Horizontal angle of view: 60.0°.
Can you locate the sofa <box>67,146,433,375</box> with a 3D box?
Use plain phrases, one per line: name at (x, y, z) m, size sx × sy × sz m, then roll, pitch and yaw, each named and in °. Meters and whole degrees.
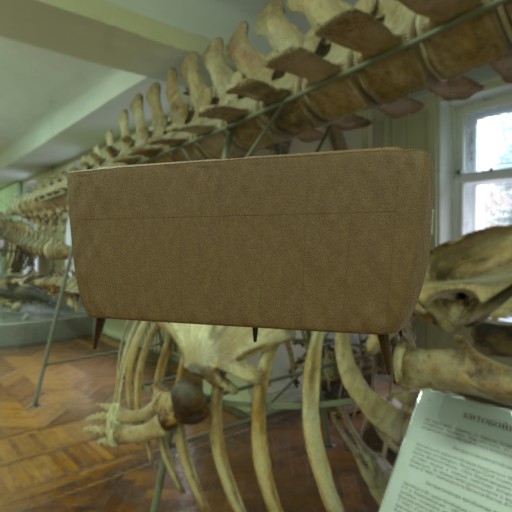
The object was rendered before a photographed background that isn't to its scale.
sofa at (0.000, 0.000, 2.293) m, size 1.731 × 0.886 × 0.981 m, roll 0°, pitch 1°, yaw 19°
